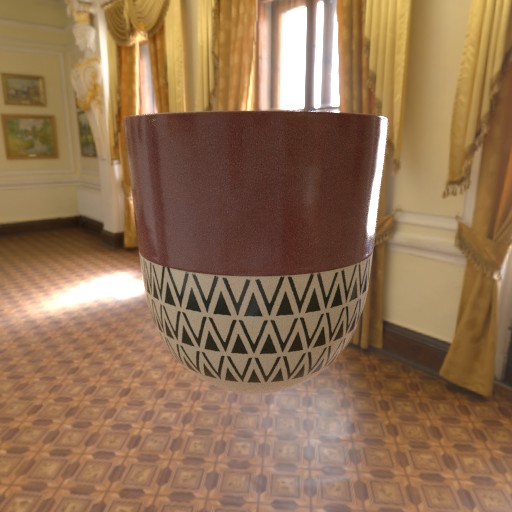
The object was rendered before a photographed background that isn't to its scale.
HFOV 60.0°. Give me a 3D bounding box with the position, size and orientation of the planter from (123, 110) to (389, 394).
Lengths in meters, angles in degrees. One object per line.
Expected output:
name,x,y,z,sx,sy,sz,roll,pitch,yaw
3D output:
planter,0.000,0.000,0.364,0.195,0.214,0.195,0,14,0
